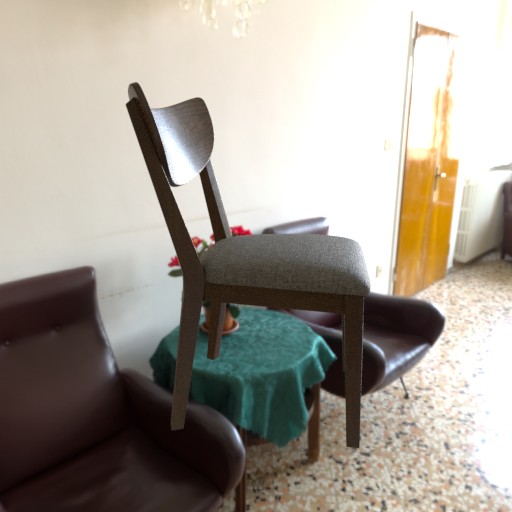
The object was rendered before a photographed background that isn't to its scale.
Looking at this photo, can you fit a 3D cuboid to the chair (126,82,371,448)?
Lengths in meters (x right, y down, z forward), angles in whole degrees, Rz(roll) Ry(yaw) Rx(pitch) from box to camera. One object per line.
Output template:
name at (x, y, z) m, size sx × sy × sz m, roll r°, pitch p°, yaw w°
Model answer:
chair at (0.000, 0.000, 1.207) m, size 0.583 × 0.849 × 0.491 m, roll 3°, pitch 16°, yaw 9°
